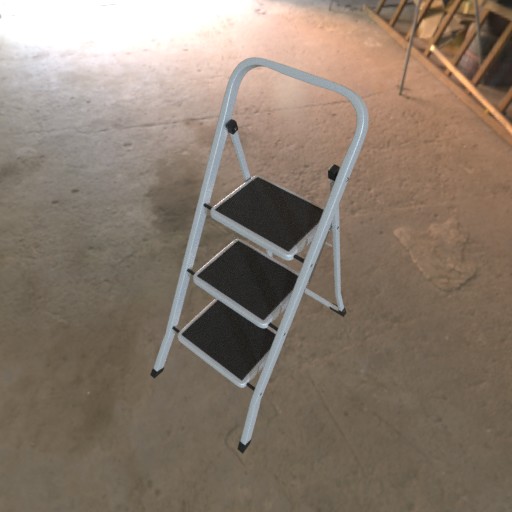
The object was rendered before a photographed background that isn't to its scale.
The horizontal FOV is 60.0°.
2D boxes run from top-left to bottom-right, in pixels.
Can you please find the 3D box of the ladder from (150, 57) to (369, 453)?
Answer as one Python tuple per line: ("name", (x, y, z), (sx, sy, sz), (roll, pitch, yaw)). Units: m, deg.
("ladder", (0.000, 0.000, 1.385), (0.460, 1.050, 0.711), (31, 55, 25))
